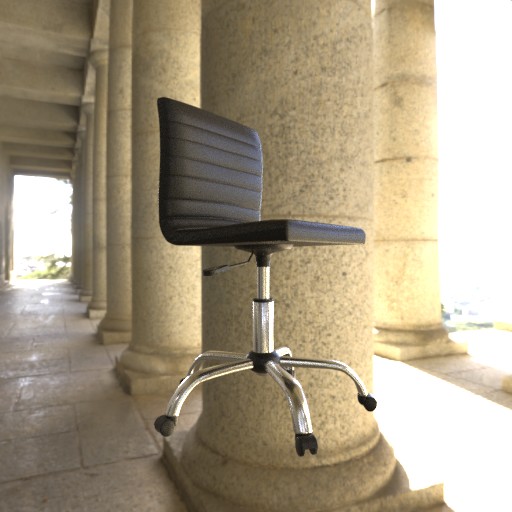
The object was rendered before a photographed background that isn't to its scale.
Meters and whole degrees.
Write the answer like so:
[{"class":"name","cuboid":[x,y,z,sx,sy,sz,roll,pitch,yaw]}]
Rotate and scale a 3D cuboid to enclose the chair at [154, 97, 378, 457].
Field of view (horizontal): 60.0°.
[{"class":"chair","cuboid":[0.000,0.000,1.140,0.530,0.780,0.556,0,0,37]}]
